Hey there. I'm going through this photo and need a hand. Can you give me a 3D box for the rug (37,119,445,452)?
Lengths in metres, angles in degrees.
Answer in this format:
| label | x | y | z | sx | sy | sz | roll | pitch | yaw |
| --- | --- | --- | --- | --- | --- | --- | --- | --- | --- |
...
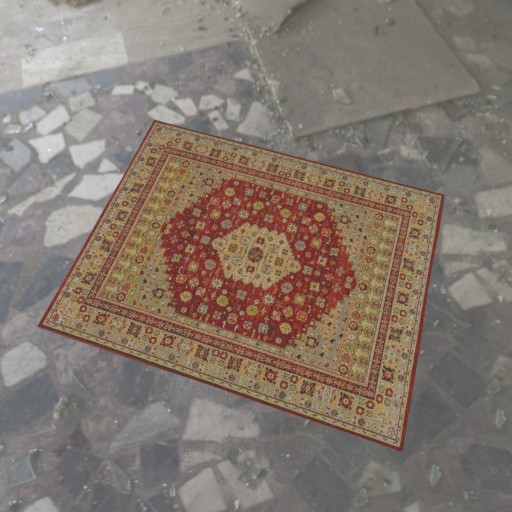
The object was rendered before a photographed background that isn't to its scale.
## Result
| label | x | y | z | sx | sy | sz | roll | pitch | yaw |
| --- | --- | --- | --- | --- | --- | --- | --- | --- | --- |
| rug | 0.000 | 0.000 | 3.973 | 3.053 | 0.013 | 2.387 | 16 | 65 | 8 |
